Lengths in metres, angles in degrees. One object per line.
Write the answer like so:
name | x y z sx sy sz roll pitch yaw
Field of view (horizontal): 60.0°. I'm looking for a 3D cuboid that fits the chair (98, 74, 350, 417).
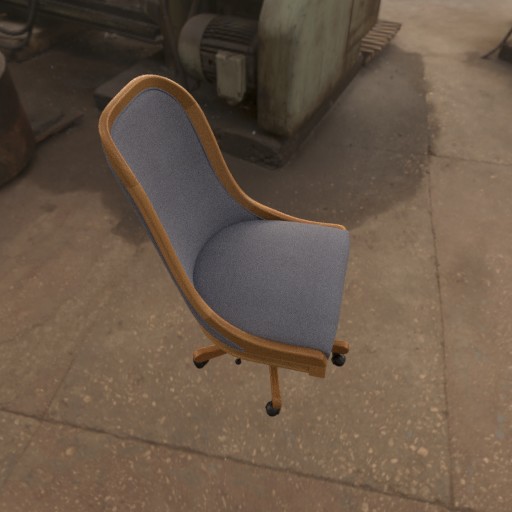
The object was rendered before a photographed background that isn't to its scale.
chair | 0.000 0.000 1.449 0.735 1.031 0.605 11 48 10
